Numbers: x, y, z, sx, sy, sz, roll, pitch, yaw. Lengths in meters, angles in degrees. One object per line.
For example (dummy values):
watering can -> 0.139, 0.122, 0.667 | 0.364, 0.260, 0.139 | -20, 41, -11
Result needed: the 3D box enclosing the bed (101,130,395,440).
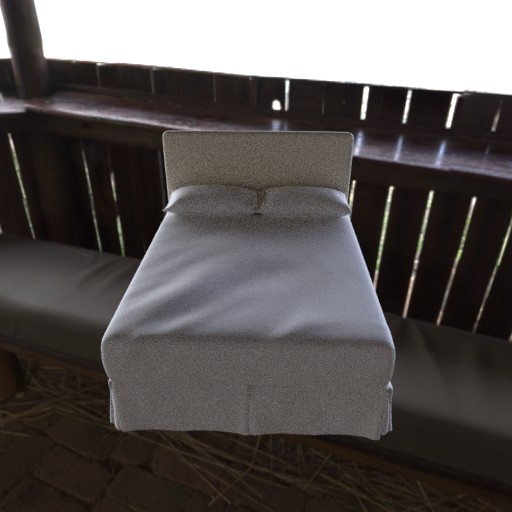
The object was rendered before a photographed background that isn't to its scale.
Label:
bed -> 0.000, 0.000, 3.262 | 1.714, 1.330, 2.147 | 1, 29, 2
